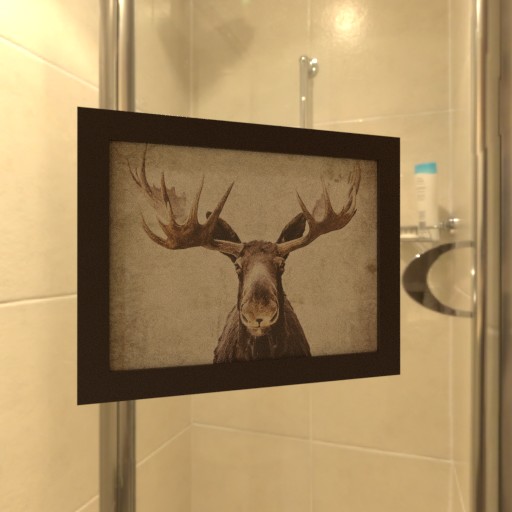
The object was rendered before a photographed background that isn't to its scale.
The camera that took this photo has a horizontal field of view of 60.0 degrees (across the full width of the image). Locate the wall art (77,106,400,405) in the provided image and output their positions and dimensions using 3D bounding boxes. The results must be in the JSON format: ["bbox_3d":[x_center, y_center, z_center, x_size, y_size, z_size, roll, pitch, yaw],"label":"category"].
[{"bbox_3d":[0.000,0.000,1.611,1.207,0.952,0.034,0,0,-18],"label":"wall art"}]
